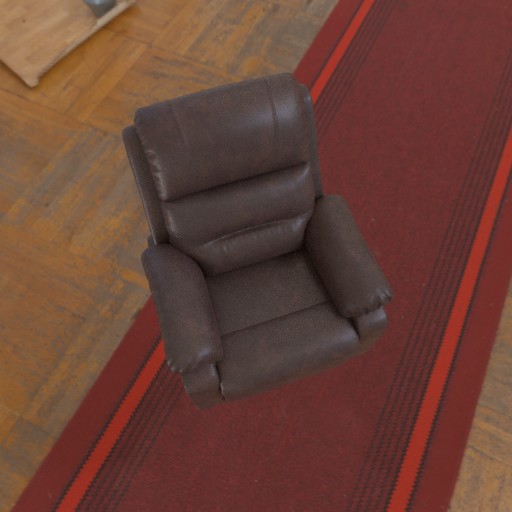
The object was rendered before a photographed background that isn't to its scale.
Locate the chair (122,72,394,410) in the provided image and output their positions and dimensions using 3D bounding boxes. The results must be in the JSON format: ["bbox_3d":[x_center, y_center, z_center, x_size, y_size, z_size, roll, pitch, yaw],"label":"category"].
[{"bbox_3d":[0.000,0.000,1.738,0.855,0.992,0.919,-17,64,-8],"label":"chair"}]
